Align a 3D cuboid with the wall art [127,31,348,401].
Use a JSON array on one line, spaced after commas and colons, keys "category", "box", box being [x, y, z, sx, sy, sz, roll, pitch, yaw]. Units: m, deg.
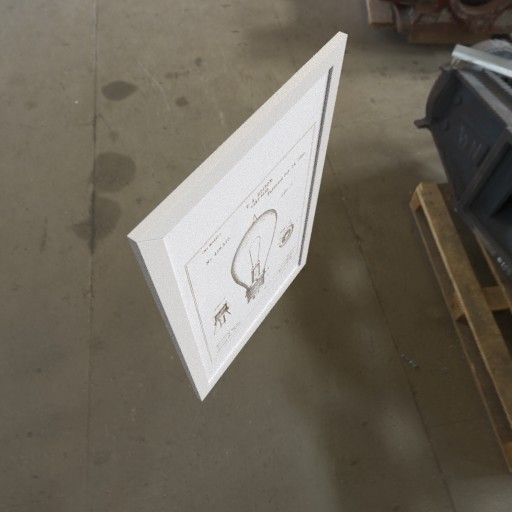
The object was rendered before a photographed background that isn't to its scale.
[{"category": "wall art", "box": [0.000, 0.000, 0.604, 0.010, 0.474, 0.325, 31, 63, 18]}]
